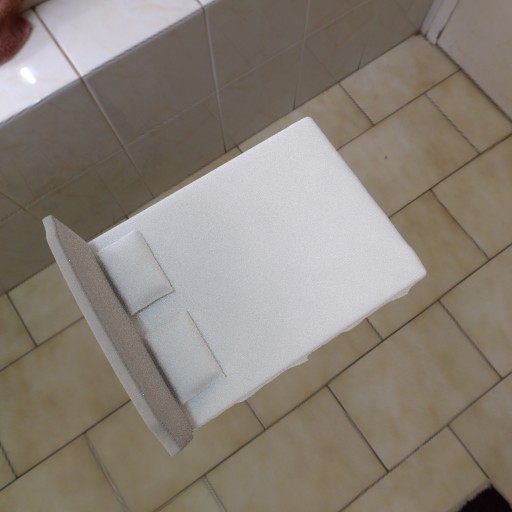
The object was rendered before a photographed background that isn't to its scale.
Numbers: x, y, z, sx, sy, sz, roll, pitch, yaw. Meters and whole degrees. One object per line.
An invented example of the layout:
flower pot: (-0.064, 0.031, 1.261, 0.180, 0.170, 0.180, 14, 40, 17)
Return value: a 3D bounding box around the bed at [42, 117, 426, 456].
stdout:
bed: (0.000, 0.000, 2.980, 1.999, 1.270, 1.558, -32, 78, -8)
